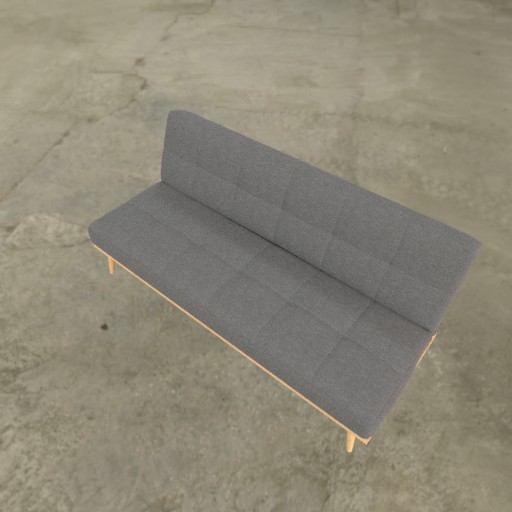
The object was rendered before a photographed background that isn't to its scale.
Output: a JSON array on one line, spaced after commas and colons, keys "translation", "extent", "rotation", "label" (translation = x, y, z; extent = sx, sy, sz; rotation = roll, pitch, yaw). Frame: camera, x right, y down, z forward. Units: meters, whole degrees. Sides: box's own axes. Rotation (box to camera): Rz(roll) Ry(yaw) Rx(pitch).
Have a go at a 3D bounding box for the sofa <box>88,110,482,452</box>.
[{"translation": [0.000, 0.000, 2.259], "extent": [1.820, 0.770, 0.820], "rotation": [30, 53, 26], "label": "sofa"}]
